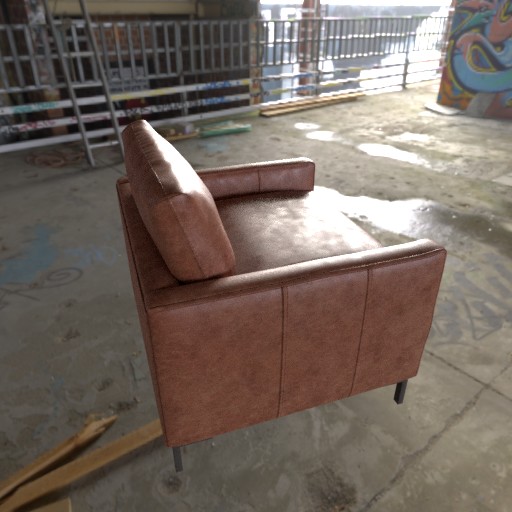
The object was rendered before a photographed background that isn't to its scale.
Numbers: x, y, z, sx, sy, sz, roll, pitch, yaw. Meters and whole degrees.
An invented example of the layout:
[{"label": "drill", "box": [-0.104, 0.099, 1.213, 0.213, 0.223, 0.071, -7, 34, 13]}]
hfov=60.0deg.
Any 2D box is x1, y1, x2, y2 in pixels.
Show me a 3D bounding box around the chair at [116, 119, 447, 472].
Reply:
[{"label": "chair", "box": [0.000, 0.000, 1.598, 0.862, 0.869, 0.967, -10, 31, -17]}]
